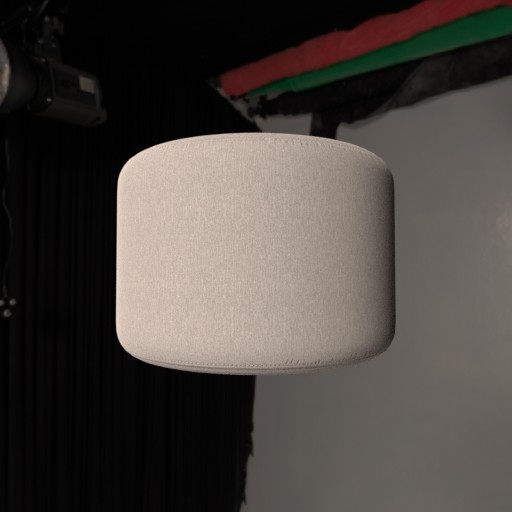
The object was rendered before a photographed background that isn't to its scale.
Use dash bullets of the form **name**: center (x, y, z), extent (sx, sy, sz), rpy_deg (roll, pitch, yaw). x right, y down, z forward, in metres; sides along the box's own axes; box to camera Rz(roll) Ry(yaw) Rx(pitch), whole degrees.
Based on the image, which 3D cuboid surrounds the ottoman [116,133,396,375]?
- **ottoman**: center (0.000, 0.000, 1.014), extent (0.608, 0.433, 0.608), rpy_deg (0, -2, 0)
